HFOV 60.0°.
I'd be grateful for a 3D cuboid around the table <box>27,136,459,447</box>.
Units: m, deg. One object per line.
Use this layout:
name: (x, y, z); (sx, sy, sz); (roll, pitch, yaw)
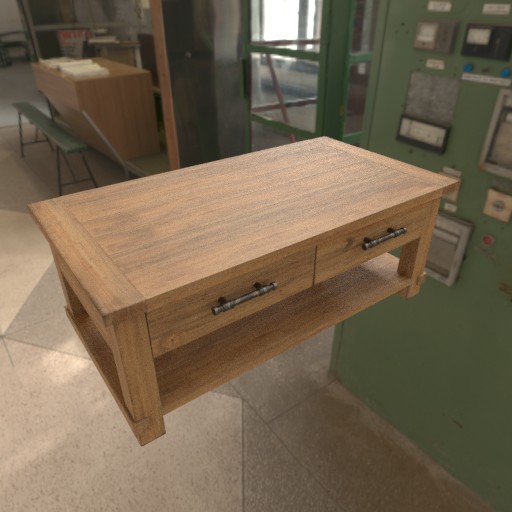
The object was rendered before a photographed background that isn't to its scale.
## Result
table: (0.000, 0.000, 1.588); (1.270, 0.494, 0.693); (-21, 37, -30)
